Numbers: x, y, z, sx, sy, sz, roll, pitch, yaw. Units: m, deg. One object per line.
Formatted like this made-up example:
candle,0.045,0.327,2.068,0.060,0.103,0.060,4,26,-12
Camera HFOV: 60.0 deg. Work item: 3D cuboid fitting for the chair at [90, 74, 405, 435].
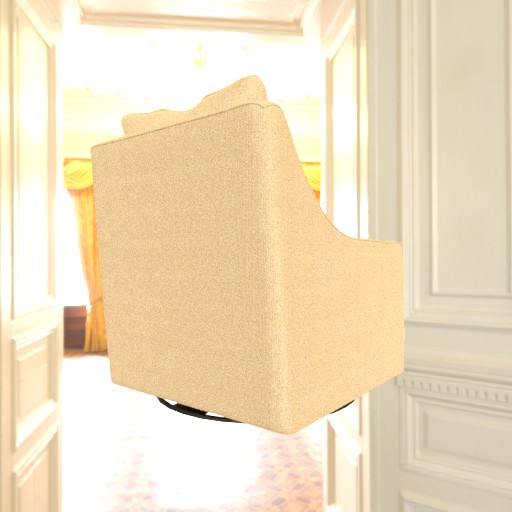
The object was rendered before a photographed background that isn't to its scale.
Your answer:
chair,0.000,0.000,1.569,0.760,0.927,0.876,0,0,38
